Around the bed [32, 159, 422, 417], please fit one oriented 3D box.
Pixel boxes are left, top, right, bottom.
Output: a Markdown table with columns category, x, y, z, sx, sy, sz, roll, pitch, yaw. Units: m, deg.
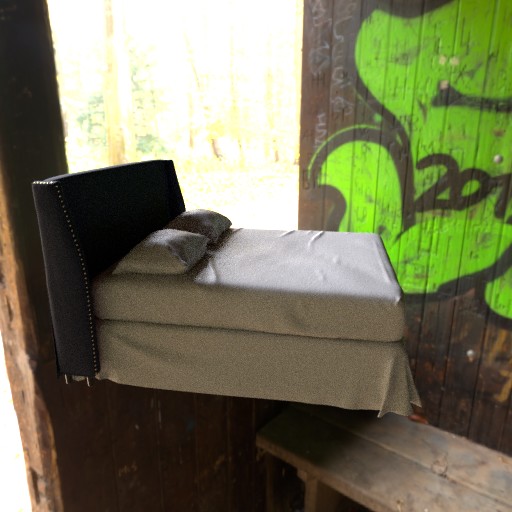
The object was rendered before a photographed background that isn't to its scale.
| category | x | y | z | sx | sy | sz | roll | pitch | yaw |
| --- | --- | --- | --- | --- | --- | --- | --- | --- | --- |
| bed | 0.000 | 0.000 | 3.386 | 2.276 | 1.332 | 1.925 | 3 | 17 | 10 |
